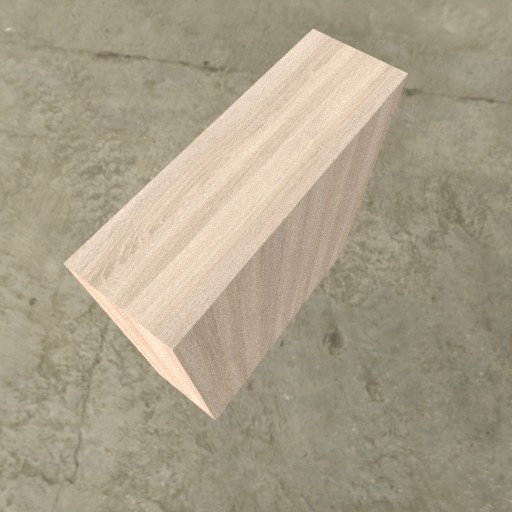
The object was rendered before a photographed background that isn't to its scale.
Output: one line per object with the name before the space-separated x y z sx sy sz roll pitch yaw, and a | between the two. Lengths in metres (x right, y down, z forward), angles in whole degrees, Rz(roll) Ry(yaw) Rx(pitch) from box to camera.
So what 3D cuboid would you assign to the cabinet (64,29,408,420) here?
cabinet | 0.000 0.000 3.016 0.620 2.060 1.870 34 68 16
